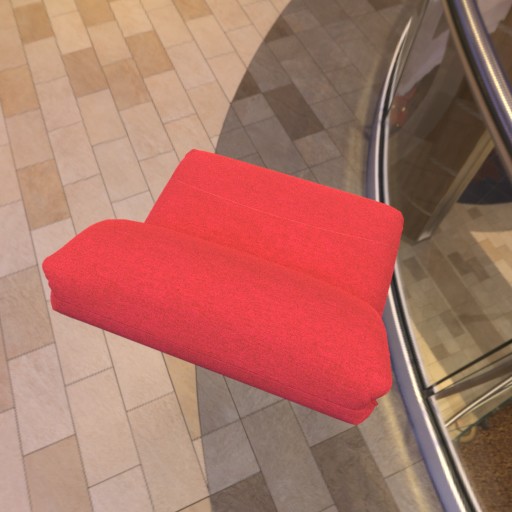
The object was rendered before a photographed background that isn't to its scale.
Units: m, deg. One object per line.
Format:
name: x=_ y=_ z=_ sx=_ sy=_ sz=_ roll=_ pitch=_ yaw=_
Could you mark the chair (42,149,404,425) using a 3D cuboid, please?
chair: x=0.000 y=0.000 z=1.312 sx=0.820 sy=0.580 sz=0.780 roll=18 pitch=64 yaw=9
